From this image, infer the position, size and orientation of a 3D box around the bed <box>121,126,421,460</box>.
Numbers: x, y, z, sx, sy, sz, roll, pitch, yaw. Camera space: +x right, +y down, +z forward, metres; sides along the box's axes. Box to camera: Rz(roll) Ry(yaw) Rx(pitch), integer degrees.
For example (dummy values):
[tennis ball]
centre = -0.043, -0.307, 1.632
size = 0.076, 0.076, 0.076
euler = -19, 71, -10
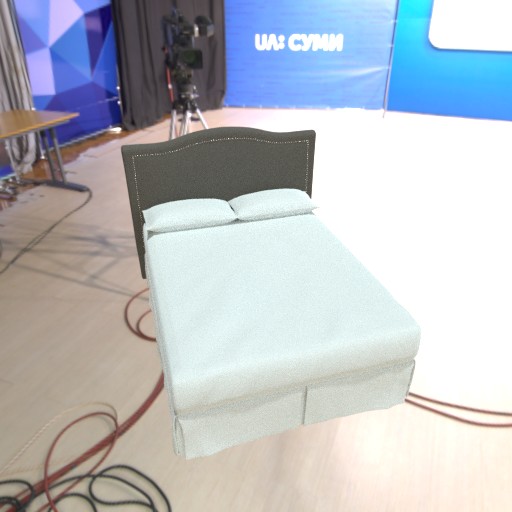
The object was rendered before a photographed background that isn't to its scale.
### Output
[bed]
centre = 0.000, 0.000, 3.236
size = 1.666, 1.387, 2.036
euler = -9, 32, -14
